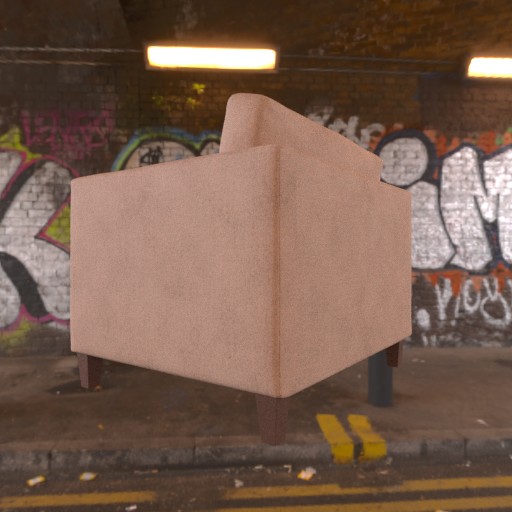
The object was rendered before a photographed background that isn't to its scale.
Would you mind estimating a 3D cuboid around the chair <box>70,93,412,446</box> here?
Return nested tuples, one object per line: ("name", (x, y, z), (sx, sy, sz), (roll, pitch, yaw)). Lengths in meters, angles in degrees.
("chair", (0.000, 0.000, 1.804), (0.959, 0.961, 1.133), (0, 1, 36))
